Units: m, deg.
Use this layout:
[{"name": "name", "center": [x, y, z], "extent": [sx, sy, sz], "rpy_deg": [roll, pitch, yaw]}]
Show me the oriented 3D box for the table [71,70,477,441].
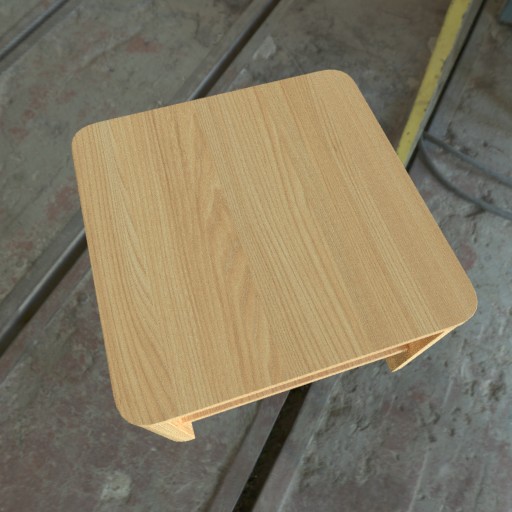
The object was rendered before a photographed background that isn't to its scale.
[{"name": "table", "center": [0.000, 0.000, 1.203], "extent": [0.750, 0.450, 0.750], "rpy_deg": [-16, 65, -8]}]
